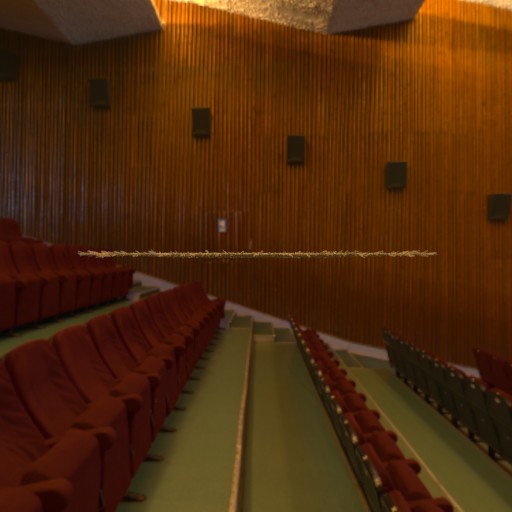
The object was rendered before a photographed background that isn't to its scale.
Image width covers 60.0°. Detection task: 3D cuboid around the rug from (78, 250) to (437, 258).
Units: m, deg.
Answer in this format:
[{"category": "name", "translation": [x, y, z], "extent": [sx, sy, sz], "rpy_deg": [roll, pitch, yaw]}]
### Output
[{"category": "rug", "translation": [0.000, 0.000, 2.492], "extent": [1.224, 0.028, 2.023], "rpy_deg": [0, 0, 0]}]
